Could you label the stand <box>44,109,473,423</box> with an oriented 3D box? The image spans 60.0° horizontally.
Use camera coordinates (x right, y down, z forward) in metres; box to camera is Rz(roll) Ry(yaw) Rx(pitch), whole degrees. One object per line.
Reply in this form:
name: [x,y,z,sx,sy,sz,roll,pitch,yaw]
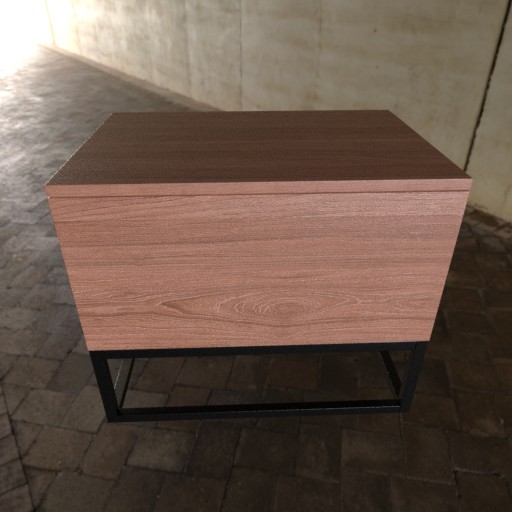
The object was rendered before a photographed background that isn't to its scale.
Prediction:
stand: [0.000,0.000,0.927,0.600,0.500,0.420,-1,32,-2]
